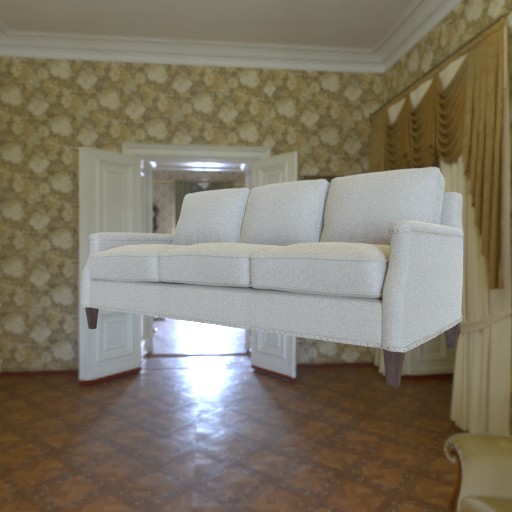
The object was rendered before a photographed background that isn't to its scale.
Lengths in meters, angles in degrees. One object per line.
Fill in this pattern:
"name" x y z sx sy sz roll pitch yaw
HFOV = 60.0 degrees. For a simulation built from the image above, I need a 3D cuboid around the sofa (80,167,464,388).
"sofa" 0.000 0.000 2.771 2.246 1.003 1.084 1 1 37
